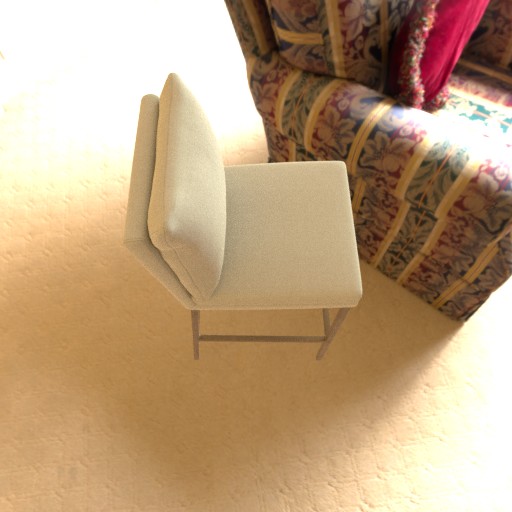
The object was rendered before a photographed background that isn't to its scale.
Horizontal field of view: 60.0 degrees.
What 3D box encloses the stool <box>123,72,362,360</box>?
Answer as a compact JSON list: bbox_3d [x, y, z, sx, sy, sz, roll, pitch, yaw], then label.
[{"bbox_3d":[0.000,0.000,1.458,0.572,1.125,0.463,-1,64,-1],"label":"stool"}]
